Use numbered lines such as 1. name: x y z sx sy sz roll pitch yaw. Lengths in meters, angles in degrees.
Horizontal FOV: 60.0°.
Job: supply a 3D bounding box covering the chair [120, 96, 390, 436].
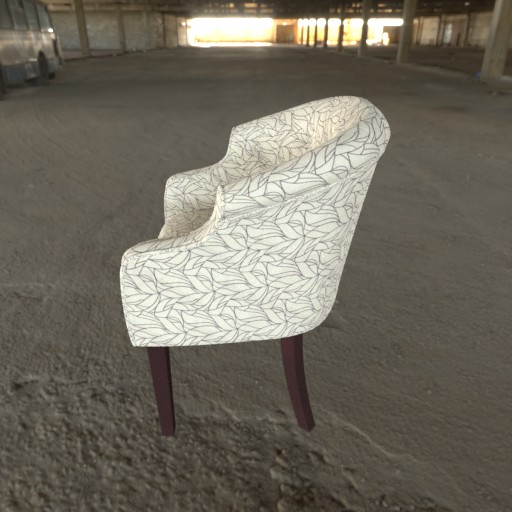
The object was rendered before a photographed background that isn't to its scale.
1. chair: 0.000 0.000 1.275 0.613 0.858 0.686 0 27 0
